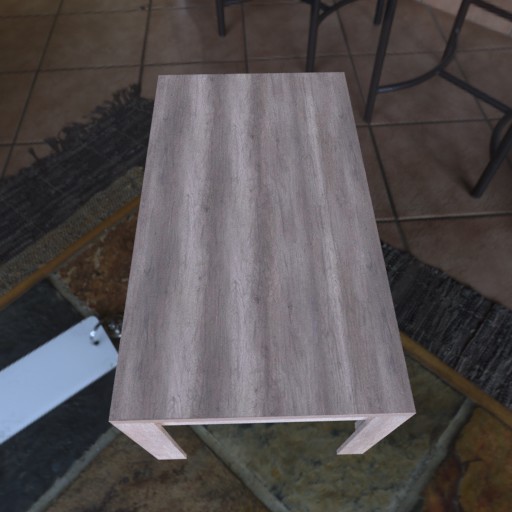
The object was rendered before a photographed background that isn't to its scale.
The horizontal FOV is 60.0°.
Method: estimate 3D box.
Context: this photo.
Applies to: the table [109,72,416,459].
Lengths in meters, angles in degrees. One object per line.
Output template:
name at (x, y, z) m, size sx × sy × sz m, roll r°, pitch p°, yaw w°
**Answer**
table at (0.000, 0.000, 2.049) m, size 0.900 × 0.775 × 1.600 m, roll -1°, pitch 58°, yaw -1°
